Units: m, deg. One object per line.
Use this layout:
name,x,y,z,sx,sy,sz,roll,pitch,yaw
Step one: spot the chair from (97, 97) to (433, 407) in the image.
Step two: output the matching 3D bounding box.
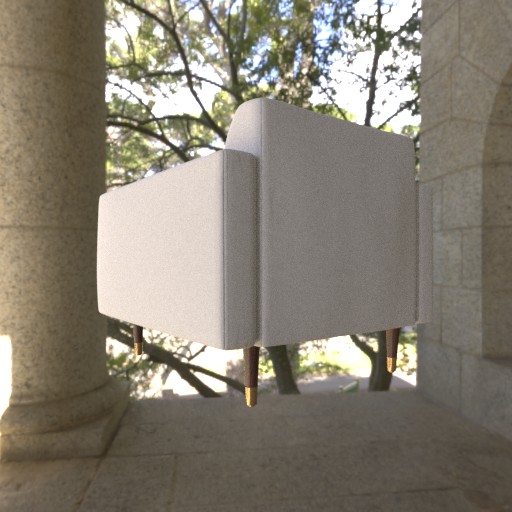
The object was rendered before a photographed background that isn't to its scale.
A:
chair,0.000,0.000,1.699,0.953,0.819,0.998,0,-1,-37
